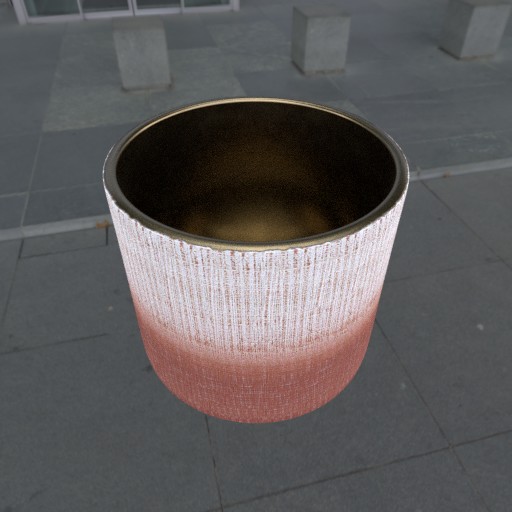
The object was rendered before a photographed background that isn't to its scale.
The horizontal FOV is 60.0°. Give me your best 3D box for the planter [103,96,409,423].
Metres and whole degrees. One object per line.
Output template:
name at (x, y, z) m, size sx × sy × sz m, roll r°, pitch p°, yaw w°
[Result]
planter at (0.000, 0.000, 0.388) m, size 0.221 × 0.201 × 0.221 m, roll 0°, pitch 42°, yaw 0°
